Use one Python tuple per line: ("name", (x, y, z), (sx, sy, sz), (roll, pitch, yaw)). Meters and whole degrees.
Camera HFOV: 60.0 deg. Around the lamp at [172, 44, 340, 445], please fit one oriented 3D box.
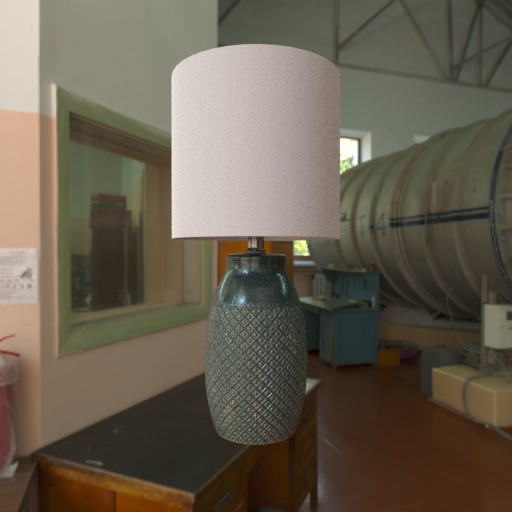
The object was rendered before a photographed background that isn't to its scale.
("lamp", (0.000, 0.000, 0.581), (0.217, 0.453, 0.217), (0, 1, 16))
